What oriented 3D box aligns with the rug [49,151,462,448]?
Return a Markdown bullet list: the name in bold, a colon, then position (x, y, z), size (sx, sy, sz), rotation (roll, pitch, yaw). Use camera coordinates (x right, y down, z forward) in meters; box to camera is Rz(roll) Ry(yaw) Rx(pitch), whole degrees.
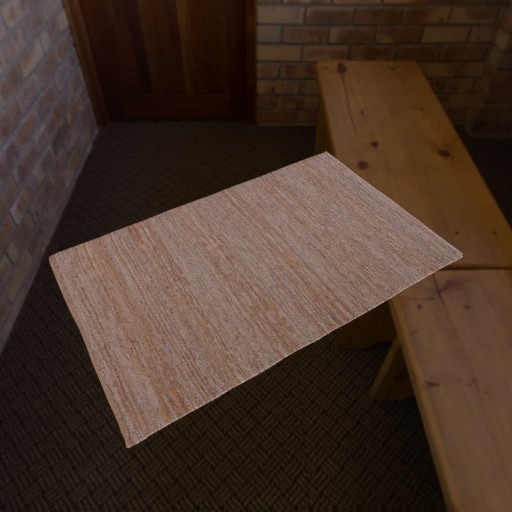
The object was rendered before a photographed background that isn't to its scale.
- **rug**: position (0.000, 0.000, 3.051), size (2.446, 0.009, 1.529), rotation (-24, 51, -22)
